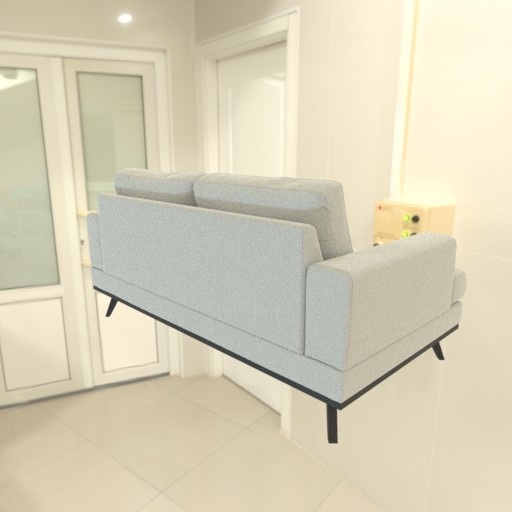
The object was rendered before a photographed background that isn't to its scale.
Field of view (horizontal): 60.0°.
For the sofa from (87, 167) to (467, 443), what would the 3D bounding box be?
[{"bbox_3d":[0.000,0.000,2.116,0.920,0.810,1.650,-13,19,-43],"label":"sofa"}]
